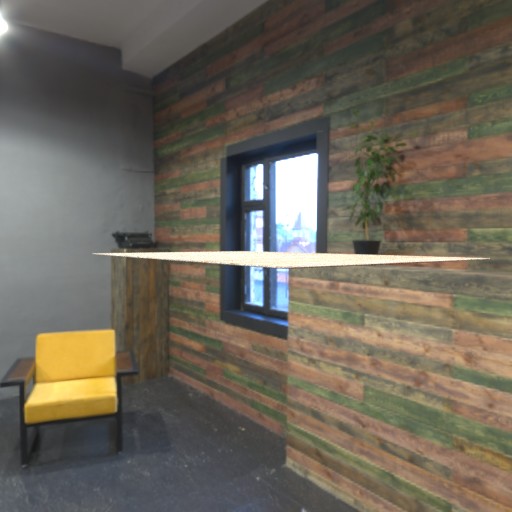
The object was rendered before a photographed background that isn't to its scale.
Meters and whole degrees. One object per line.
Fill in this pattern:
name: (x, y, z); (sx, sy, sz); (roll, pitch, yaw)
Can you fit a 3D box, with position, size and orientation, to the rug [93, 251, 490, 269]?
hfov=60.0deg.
rug: (0.000, 0.000, 3.060); (1.529, 0.009, 2.446); (-1, 2, -36)
